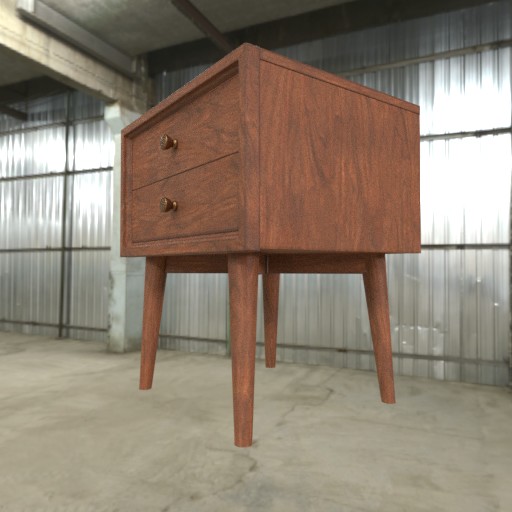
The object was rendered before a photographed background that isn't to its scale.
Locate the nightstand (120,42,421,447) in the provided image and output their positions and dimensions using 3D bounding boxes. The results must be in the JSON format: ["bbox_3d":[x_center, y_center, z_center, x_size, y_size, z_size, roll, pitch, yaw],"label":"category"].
[{"bbox_3d":[0.000,0.000,0.970,0.445,0.607,0.521,1,-2,-36],"label":"nightstand"}]
